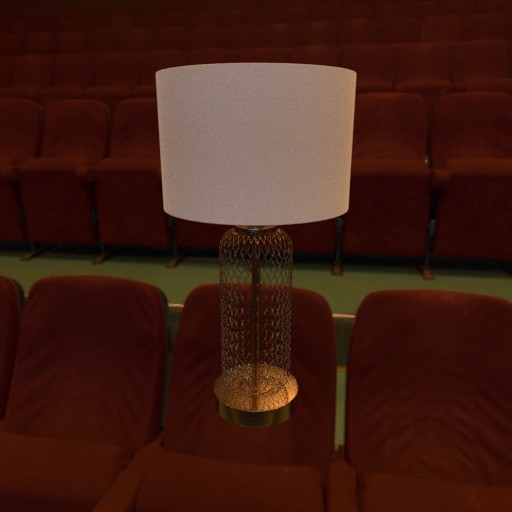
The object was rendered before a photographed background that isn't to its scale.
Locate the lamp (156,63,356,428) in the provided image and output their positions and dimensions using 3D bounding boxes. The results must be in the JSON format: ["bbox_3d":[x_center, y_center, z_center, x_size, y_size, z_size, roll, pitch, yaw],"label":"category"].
[{"bbox_3d":[0.000,0.000,0.638,0.252,0.483,0.252,2,17,8],"label":"lamp"}]
